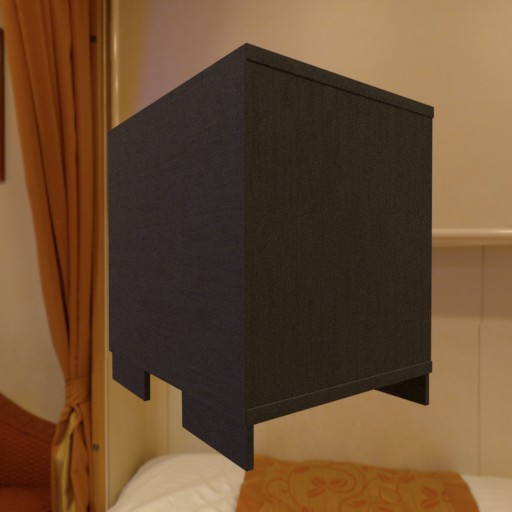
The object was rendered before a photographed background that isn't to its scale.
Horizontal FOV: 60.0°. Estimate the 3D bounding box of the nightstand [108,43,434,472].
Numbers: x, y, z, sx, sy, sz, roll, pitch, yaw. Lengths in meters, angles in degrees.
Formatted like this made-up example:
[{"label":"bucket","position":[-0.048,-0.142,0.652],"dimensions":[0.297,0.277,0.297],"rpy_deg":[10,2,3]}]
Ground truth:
[{"label":"nightstand","position":[0.000,0.000,0.732],"dimensions":[0.347,0.448,0.427],"rpy_deg":[-1,1,-37]}]
